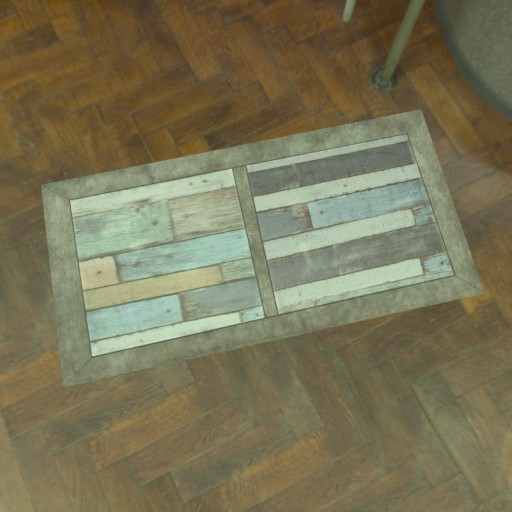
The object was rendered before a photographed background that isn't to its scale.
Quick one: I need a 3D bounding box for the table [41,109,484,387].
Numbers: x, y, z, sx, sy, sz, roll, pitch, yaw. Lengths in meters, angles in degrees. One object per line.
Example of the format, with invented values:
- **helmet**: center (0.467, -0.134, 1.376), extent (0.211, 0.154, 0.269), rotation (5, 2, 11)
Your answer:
- **table**: center (0.000, 0.000, 1.549), extent (1.219, 0.470, 0.610), rotation (-12, 77, -3)
